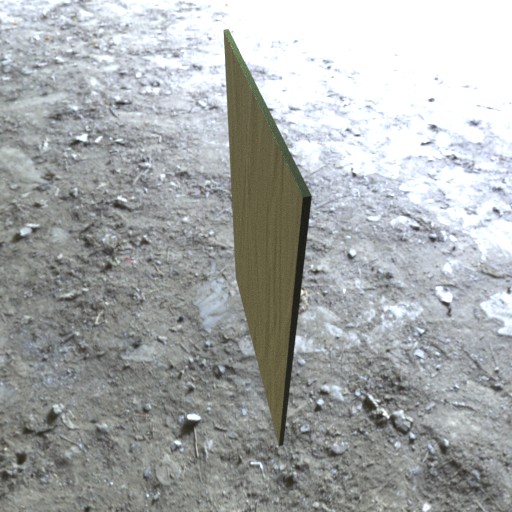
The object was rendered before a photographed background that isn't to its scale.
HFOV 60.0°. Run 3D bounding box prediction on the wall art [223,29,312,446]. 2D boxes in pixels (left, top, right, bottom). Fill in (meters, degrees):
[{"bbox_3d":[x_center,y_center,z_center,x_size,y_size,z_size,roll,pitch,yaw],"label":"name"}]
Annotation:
[{"bbox_3d":[0.000,0.000,1.441,0.016,1.116,0.810,-9,47,-9],"label":"wall art"}]
